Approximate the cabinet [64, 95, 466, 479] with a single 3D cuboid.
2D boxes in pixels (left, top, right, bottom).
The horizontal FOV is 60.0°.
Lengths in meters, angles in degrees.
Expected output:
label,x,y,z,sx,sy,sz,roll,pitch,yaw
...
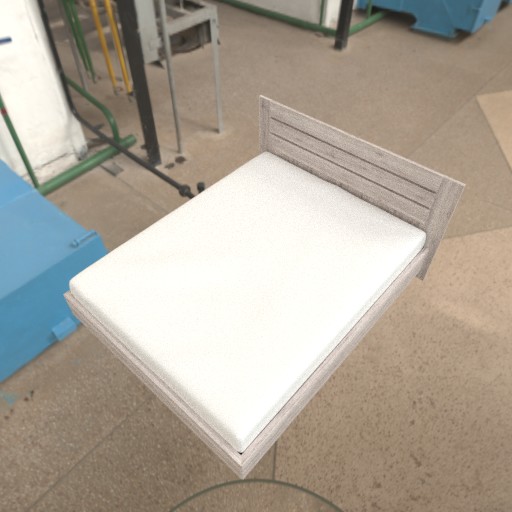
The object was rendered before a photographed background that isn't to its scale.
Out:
label,x,y,z,sx,sy,sz,roll,pitch,yaw
cabinet,0.000,0.000,3.055,1.750,0.970,2.080,33,56,27
